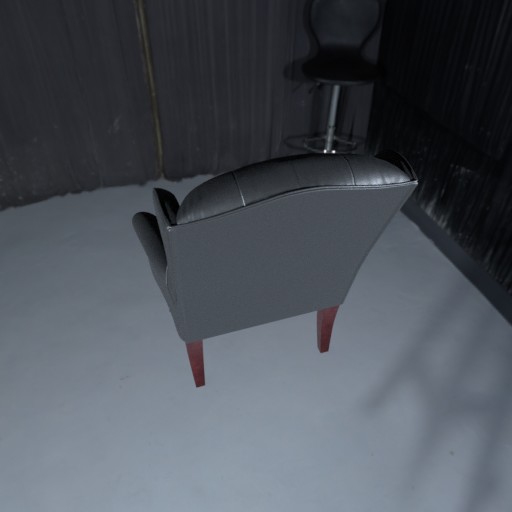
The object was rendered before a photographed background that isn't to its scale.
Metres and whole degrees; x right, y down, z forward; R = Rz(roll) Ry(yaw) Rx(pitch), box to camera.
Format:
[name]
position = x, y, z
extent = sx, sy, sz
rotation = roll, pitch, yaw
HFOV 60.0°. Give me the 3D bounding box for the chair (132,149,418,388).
[chair]
position = 0.000, 0.000, 1.673
extent = 0.838, 1.111, 0.762
rotation = -12, 43, -13
